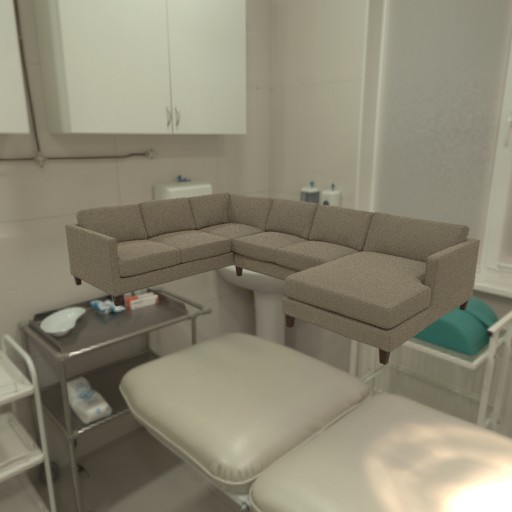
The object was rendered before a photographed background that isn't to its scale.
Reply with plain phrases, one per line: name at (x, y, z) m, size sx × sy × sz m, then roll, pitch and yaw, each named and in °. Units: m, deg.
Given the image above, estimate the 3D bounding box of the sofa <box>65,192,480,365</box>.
sofa at (0.000, 0.000, 4.479) m, size 2.424 × 0.865 × 3.438 m, roll -15°, pitch 21°, yaw -43°
